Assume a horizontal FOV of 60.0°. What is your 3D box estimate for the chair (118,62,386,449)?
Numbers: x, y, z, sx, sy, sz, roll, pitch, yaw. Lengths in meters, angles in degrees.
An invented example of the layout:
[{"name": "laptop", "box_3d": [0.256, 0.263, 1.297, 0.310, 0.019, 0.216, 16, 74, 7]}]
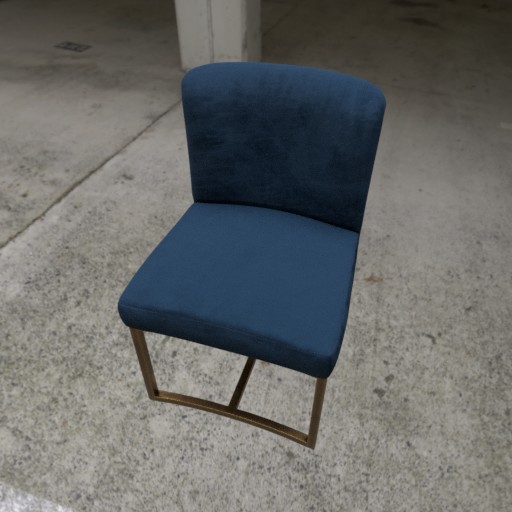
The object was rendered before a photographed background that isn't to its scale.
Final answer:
[{"name": "chair", "box_3d": [0.000, 0.000, 1.169, 0.530, 0.824, 0.560, 12, 42, 14]}]
